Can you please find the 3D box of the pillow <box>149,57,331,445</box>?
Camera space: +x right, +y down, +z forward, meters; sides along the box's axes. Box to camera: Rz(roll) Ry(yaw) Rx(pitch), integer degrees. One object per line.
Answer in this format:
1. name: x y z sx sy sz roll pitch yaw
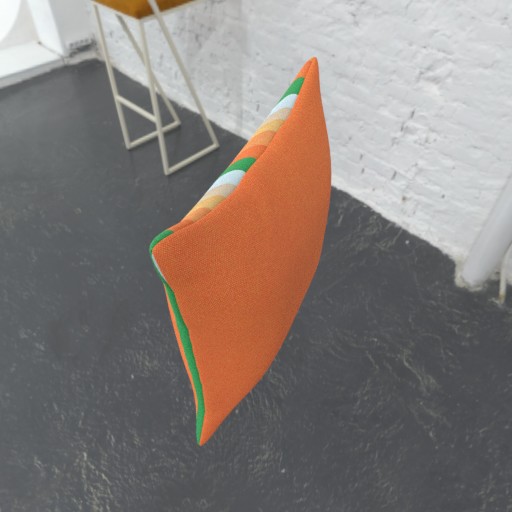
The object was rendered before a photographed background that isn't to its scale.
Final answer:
1. pillow: 0.000 0.000 0.684 0.169 0.444 0.453 17 48 16
